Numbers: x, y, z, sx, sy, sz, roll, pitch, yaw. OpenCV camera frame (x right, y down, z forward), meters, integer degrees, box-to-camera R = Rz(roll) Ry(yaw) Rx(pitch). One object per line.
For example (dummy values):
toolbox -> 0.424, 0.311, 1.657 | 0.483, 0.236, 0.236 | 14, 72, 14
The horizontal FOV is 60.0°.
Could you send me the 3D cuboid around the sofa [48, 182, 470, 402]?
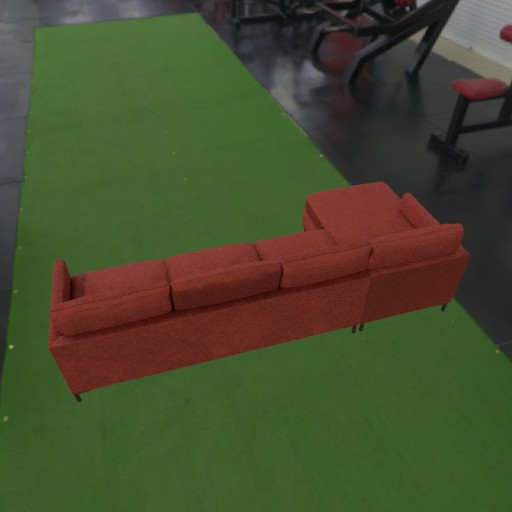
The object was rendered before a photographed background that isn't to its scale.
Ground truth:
sofa -> 0.000, 0.000, 4.051 | 3.400, 0.967, 1.500 | -11, 43, -12
